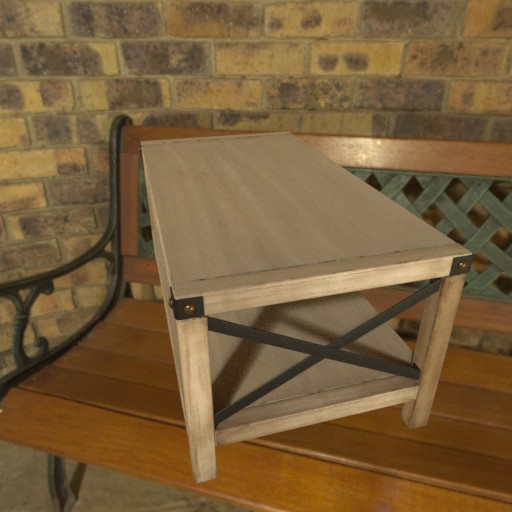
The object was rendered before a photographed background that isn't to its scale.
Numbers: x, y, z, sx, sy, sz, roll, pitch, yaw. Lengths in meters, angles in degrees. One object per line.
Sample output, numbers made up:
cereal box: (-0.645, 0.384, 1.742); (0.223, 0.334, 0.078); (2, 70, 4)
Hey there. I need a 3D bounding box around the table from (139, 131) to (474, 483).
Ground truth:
table: (0.000, 0.000, 1.272); (0.559, 0.456, 1.016); (-8, 29, -14)
